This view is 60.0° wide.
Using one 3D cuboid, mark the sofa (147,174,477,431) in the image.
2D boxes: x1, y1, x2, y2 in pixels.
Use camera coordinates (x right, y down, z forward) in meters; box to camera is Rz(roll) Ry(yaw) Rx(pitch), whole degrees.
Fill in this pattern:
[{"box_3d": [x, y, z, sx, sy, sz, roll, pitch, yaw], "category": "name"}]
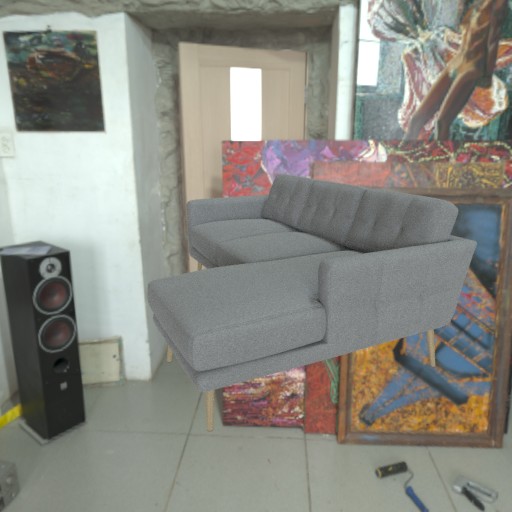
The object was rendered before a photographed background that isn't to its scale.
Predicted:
[{"box_3d": [0.000, 0.000, 2.822, 1.530, 0.860, 2.040, -7, 17, -25], "category": "sofa"}]
